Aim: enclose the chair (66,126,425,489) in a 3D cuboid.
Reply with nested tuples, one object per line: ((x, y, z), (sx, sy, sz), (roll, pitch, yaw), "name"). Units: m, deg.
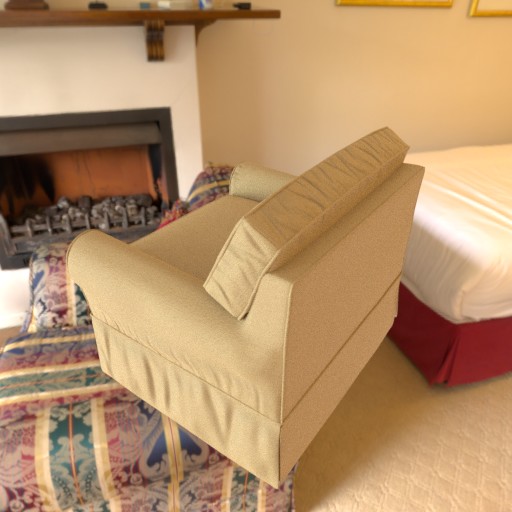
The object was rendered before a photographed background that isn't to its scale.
((0.000, 0.000, 1.731), (0.903, 0.937, 1.096), (20, 36, 30), "chair")
